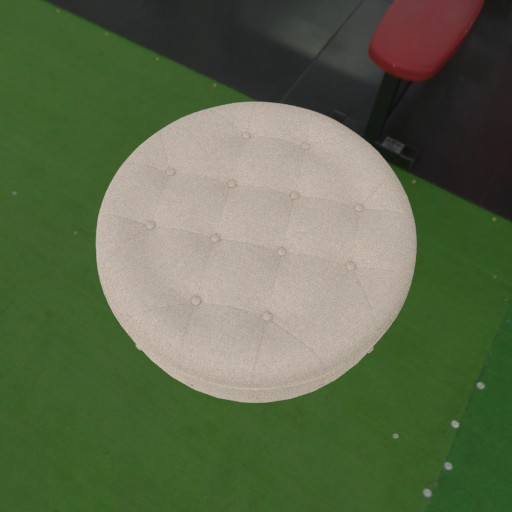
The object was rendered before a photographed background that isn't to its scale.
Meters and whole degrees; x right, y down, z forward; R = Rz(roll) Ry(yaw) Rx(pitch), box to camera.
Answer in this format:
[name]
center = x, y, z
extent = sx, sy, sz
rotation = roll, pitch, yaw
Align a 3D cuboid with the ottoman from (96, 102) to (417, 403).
[ottoman]
center = 0.000, 0.000, 1.342
extent = 0.848, 0.494, 0.848
rotation = 0, 64, 0
